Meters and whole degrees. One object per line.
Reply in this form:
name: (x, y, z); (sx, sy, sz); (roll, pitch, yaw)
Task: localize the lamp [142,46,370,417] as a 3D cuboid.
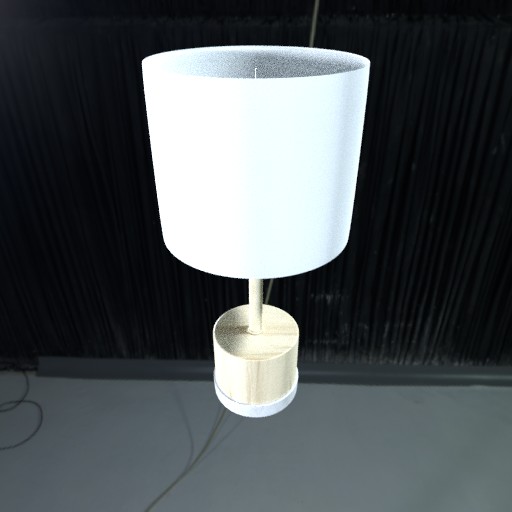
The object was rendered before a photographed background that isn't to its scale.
lamp: (0.000, 0.000, 0.573); (0.229, 0.470, 0.229); (0, 31, 0)
